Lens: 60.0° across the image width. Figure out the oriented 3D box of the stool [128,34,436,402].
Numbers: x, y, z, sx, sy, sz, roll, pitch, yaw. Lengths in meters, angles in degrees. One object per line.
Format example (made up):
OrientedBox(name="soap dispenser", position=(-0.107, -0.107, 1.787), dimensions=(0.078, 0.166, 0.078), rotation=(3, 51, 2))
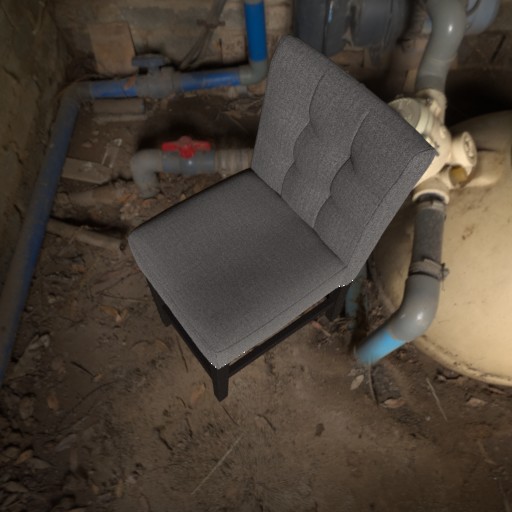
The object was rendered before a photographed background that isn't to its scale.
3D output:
OrientedBox(name="stool", position=(0.000, 0.000, 1.199), dimensions=(0.571, 0.885, 0.427), rotation=(-35, 68, -16))
